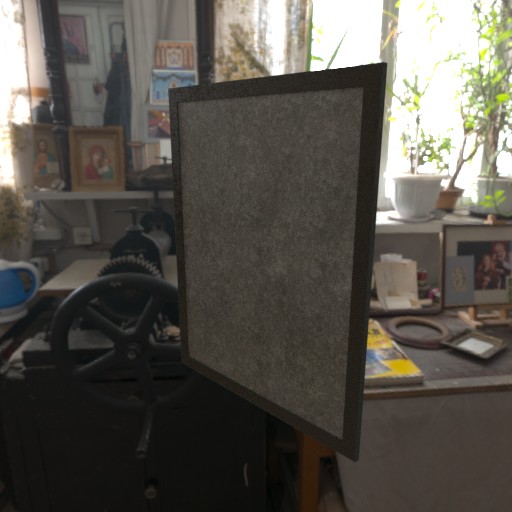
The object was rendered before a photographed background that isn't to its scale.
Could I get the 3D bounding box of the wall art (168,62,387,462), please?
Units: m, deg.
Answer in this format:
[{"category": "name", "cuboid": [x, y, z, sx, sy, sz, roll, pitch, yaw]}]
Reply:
[{"category": "wall art", "cuboid": [0.000, 0.000, 1.314, 0.767, 0.983, 0.030, 14, 21, 42]}]
